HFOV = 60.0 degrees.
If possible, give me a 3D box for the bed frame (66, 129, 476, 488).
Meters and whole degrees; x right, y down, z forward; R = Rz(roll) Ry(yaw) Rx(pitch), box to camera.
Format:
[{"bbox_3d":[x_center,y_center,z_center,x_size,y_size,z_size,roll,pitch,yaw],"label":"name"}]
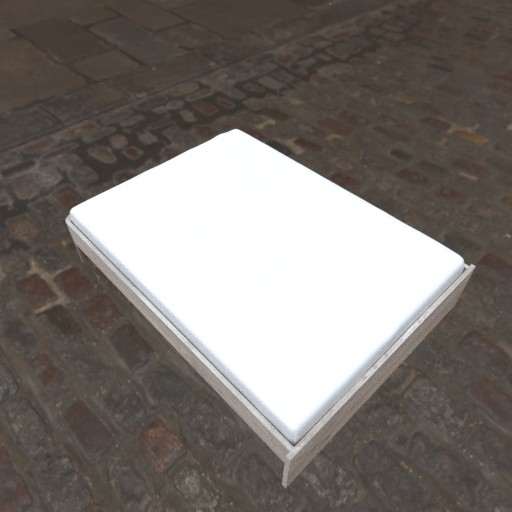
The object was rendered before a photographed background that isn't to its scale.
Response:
[{"bbox_3d":[0.000,0.000,2.663,1.490,0.462,1.950,-35,55,-28],"label":"bed frame"}]
